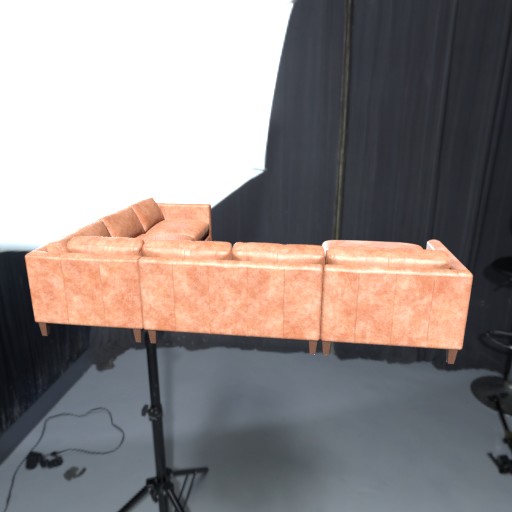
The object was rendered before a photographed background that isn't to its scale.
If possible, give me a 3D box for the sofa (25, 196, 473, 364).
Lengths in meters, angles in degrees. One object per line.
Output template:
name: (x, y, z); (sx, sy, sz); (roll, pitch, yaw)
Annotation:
sofa: (0.000, 0.000, 4.535); (3.401, 0.832, 2.430); (2, 17, 8)
